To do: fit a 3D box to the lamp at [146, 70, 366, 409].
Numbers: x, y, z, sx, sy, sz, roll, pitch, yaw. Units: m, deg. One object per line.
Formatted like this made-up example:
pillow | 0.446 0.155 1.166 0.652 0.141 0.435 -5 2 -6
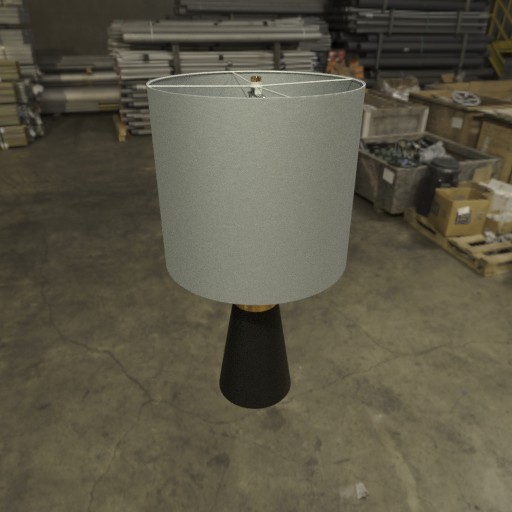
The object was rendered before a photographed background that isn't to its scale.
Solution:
lamp | 0.000 0.000 0.770 0.308 0.580 0.308 -8 29 -14
